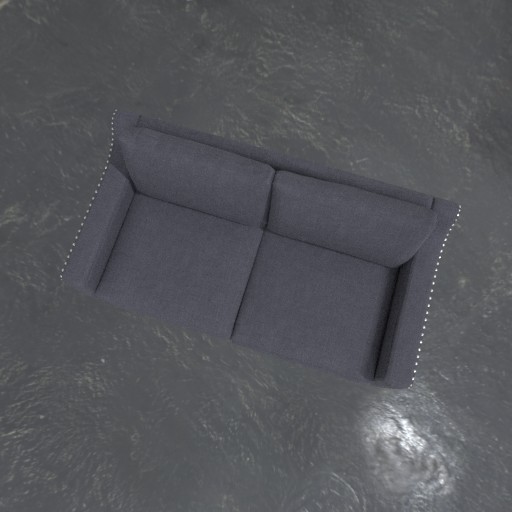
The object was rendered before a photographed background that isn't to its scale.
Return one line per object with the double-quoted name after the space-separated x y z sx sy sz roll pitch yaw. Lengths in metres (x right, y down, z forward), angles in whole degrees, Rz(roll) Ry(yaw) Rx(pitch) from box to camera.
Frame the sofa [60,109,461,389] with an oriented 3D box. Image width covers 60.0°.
0.000 0.000 3.352 2.550 1.196 1.336 17 76 4 "sofa"
